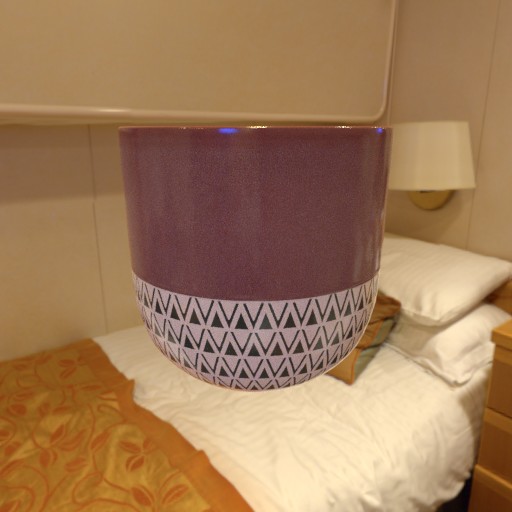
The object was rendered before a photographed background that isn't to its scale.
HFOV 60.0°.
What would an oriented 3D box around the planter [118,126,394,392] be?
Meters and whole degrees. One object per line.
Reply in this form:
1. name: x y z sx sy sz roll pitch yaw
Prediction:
1. planter: 0.000 0.000 0.482 0.266 0.270 0.266 0 16 0
